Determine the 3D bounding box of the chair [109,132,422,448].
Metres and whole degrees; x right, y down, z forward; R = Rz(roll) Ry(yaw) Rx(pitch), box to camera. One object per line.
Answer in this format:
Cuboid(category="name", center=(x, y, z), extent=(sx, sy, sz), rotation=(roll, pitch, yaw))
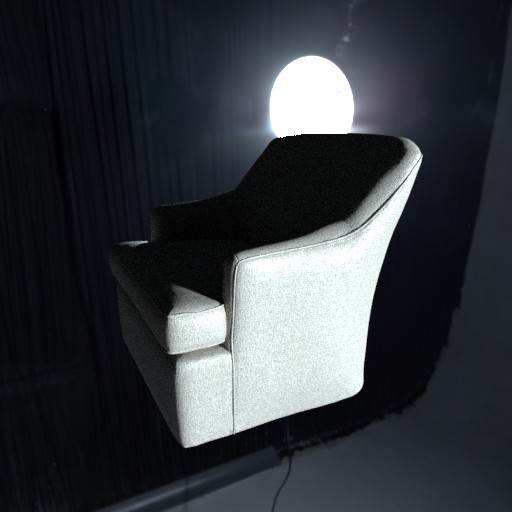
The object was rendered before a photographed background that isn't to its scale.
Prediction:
Cuboid(category="chair", center=(0.000, 0.000, 1.612), extent=(0.923, 0.856, 0.864), rotation=(-9, 19, -26))
